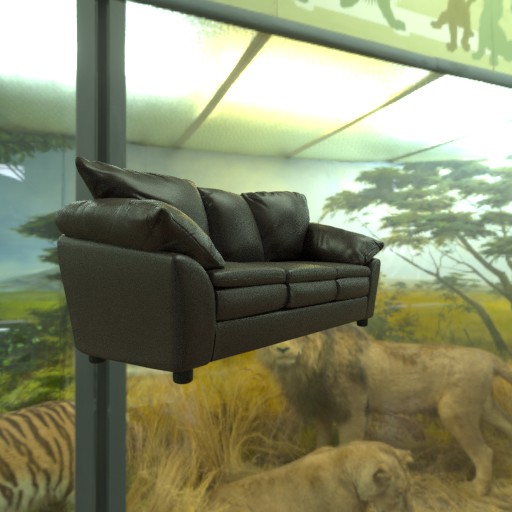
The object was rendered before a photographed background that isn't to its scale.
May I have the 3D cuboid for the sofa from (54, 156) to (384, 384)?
[{"bbox_3d":[0.000,0.000,2.878,0.907,1.091,2.390,0,0,36],"label":"sofa"}]
